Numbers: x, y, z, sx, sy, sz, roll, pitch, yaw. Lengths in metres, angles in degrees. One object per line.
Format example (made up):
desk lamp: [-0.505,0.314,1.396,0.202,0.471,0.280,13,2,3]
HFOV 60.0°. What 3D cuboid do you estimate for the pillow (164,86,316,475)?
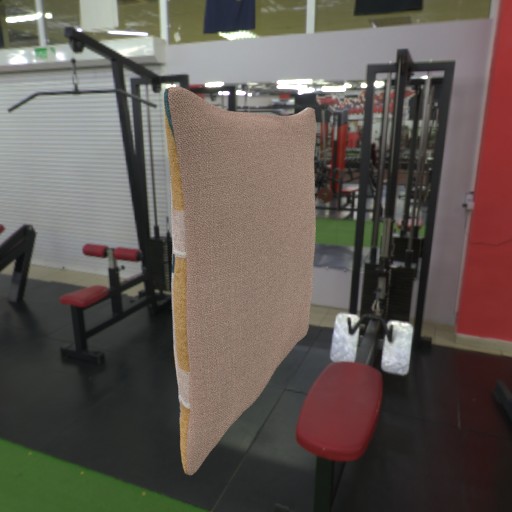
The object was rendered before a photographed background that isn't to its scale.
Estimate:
pillow: [0.000,0.000,0.719,0.158,0.479,0.478,7,17,24]
